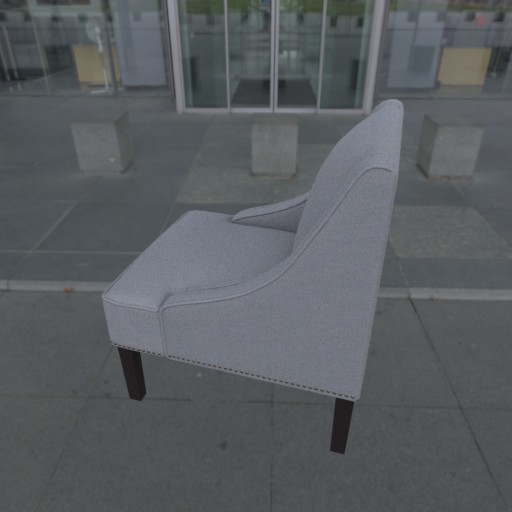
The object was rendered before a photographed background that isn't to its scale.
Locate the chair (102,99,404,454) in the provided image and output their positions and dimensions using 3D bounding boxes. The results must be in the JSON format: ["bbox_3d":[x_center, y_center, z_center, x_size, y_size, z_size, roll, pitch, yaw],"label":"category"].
[{"bbox_3d":[0.000,0.000,1.380,0.747,0.867,0.631,9,32,15],"label":"chair"}]
